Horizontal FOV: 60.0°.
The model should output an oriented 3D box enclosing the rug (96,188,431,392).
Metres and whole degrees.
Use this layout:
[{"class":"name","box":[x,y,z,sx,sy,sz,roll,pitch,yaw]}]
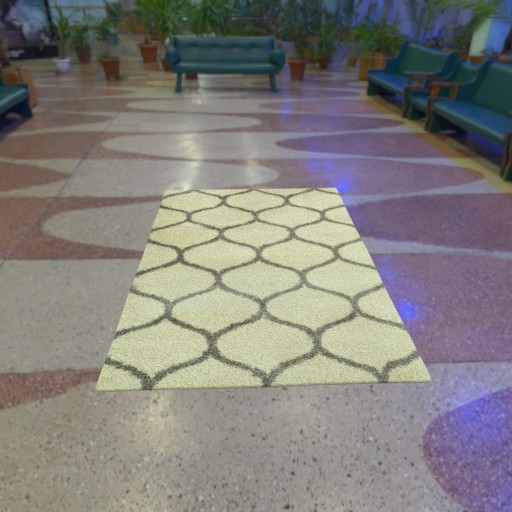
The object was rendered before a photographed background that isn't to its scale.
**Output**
[{"class":"rug","box":[0.000,0.000,3.510,1.801,0.026,2.701,-1,31,-2]}]
